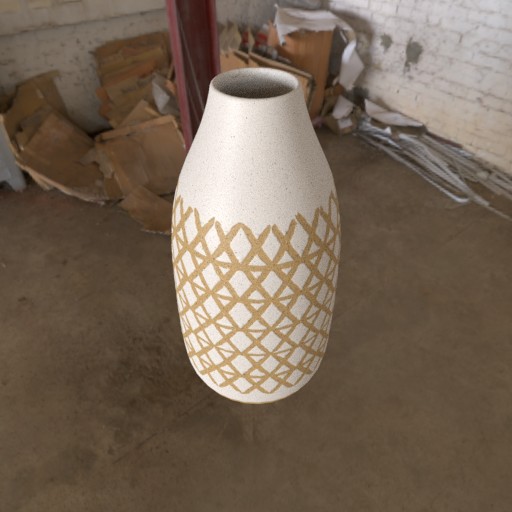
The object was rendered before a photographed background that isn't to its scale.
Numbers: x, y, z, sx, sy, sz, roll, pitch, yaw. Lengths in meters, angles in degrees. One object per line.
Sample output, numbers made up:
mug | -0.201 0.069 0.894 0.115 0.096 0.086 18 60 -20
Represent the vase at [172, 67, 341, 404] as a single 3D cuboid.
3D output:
vase | 0.000 0.000 0.490 0.186 0.380 0.186 0 41 0
